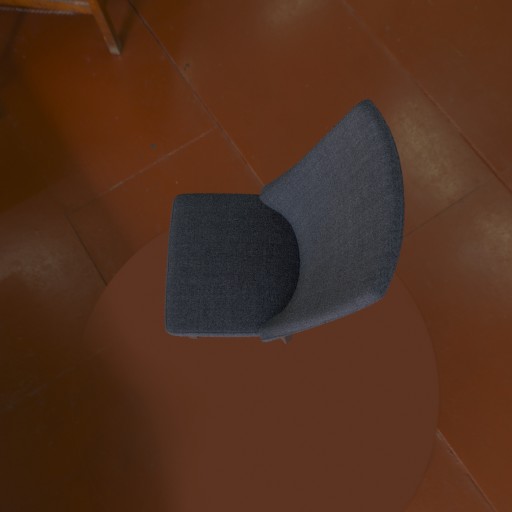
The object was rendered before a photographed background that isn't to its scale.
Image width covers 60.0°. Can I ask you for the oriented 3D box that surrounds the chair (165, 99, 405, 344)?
[{"bbox_3d":[0.000,0.000,1.359,0.577,1.050,0.510,1,75,0],"label":"chair"}]
